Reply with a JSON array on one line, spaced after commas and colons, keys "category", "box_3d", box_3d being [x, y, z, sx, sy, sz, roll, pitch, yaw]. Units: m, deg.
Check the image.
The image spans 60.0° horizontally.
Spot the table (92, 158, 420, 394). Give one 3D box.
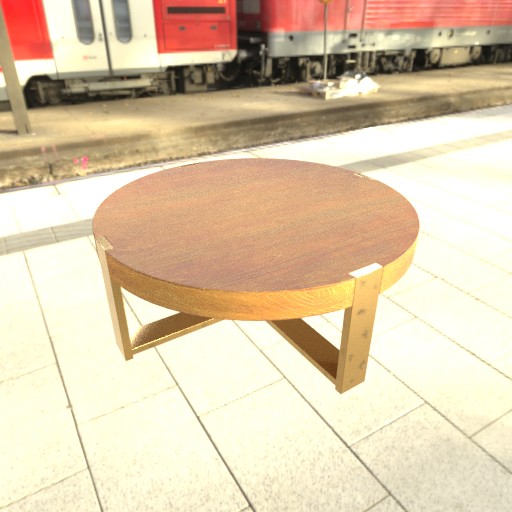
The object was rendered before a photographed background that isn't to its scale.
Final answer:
[{"category": "table", "box_3d": [0.000, 0.000, 1.672, 1.100, 0.420, 1.100, 0, 29, 0]}]
